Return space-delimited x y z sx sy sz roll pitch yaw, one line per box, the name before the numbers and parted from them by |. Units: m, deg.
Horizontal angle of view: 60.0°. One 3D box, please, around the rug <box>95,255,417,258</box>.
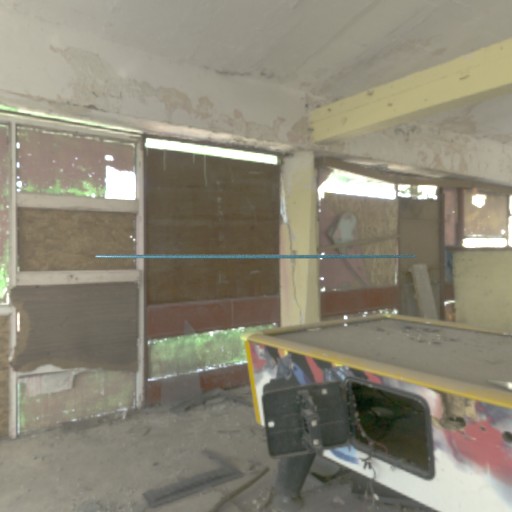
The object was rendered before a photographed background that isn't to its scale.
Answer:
rug | 0.000 0.000 2.339 1.593 0.012 1.593 0 0 0
